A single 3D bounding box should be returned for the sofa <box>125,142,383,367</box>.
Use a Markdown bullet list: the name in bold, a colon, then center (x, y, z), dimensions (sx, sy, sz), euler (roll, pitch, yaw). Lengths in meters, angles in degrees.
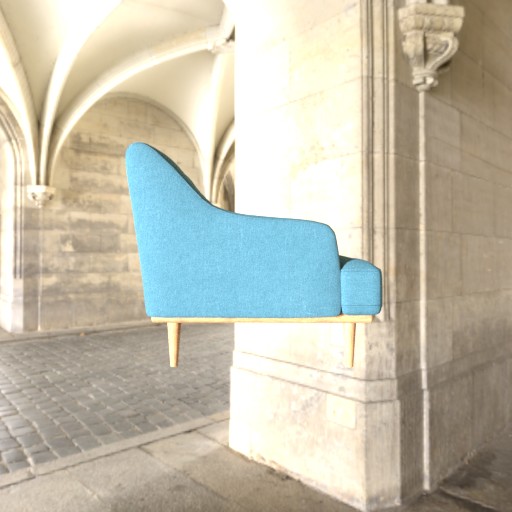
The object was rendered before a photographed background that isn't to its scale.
- **sofa**: center (0.000, 0.000, 2.643), dimensions (0.978, 0.871, 2.057), euler (0, -1, 1)
